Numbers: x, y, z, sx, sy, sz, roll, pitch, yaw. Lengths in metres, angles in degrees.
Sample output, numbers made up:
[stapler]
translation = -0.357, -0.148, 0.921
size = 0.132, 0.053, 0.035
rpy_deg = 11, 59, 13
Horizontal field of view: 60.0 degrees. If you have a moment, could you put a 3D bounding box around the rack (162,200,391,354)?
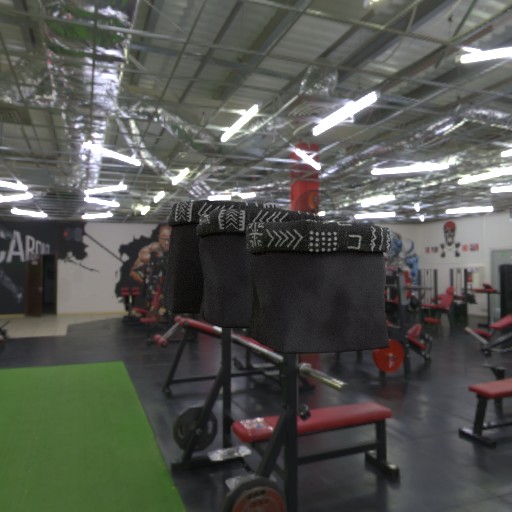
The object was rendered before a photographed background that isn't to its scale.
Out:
[rack]
translation = 0.000, 0.000, 1.110
size = 0.379, 0.323, 0.905
rpy_deg = 0, -1, -19
